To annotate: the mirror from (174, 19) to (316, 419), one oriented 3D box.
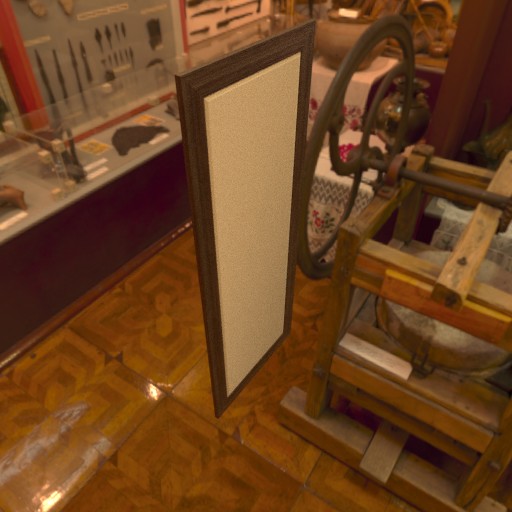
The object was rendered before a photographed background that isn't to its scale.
[{"bbox_3d":[0.000,0.000,2.261,0.025,2.032,0.812,26,47,26],"label":"mirror"}]
